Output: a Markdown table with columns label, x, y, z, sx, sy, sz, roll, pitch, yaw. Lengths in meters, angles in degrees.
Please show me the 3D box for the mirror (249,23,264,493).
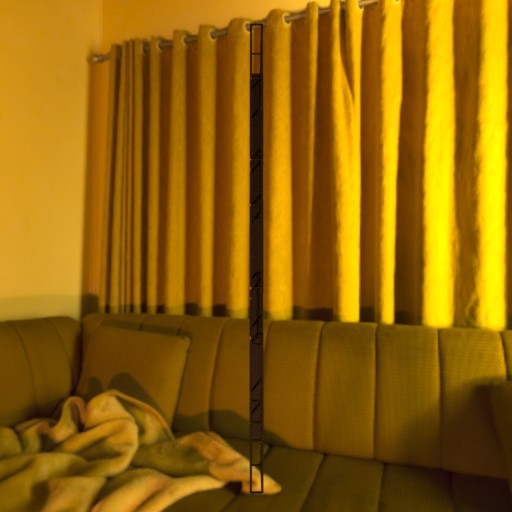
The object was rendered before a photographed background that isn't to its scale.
| label | x | y | z | sx | sy | sz | roll | pitch | yaw |
| --- | --- | --- | --- | --- | --- | --- | --- | --- | --- |
| mirror | 0.000 | 0.000 | 1.368 | 0.037 | 1.192 | 0.565 | 0 | -2 | 0 |
